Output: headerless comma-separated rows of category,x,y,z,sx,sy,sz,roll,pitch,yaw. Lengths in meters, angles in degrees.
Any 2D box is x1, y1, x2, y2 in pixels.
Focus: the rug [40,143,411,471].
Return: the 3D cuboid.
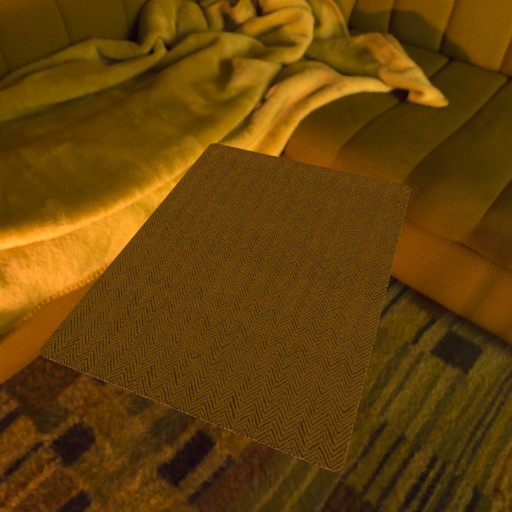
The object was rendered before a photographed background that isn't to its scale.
rug,0.000,0.000,4.187,2.439,0.014,3.207,16,49,14
